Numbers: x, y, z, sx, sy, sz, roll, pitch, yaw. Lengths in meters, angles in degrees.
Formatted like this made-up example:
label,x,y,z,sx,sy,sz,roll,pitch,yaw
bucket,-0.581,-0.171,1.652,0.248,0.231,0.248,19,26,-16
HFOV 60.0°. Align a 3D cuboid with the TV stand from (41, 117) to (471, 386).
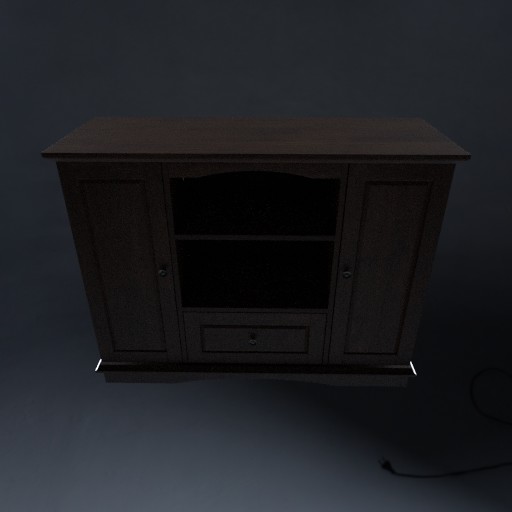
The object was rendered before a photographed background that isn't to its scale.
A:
label,x,y,z,sx,sy,sz,roll,pitch,yaw
TV stand,0.000,0.000,1.476,1.067,0.813,0.406,0,30,1
